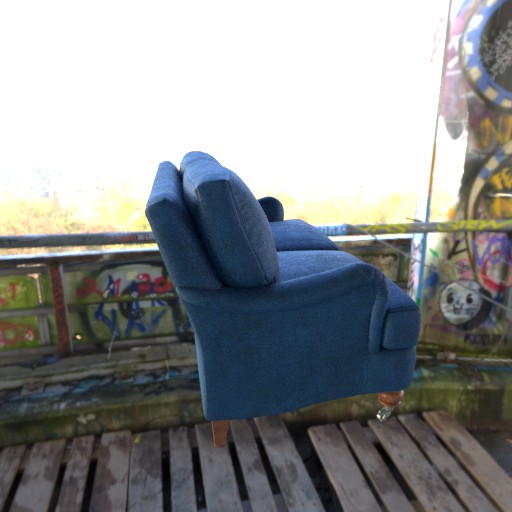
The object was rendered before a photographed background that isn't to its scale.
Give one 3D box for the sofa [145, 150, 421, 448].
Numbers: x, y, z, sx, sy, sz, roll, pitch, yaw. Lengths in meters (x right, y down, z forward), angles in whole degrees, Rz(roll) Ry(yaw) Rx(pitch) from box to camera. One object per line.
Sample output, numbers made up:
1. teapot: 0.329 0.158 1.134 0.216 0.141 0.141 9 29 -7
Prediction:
1. sofa: 0.000 0.000 2.528 1.084 1.101 1.853 -3 17 -10
